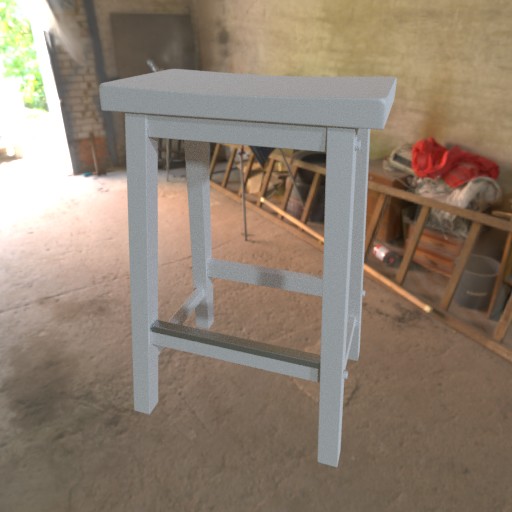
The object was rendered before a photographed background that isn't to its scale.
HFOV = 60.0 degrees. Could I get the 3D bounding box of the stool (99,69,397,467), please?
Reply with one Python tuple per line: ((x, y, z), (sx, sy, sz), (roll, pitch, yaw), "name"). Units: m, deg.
((0.000, 0.000, 0.820), (0.406, 0.610, 0.322), (9, 30, 16), "stool")
